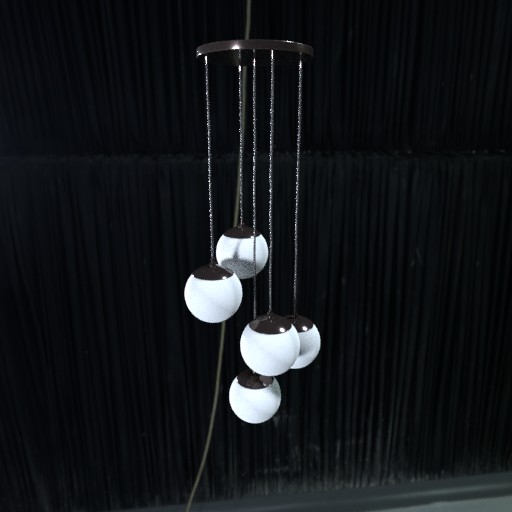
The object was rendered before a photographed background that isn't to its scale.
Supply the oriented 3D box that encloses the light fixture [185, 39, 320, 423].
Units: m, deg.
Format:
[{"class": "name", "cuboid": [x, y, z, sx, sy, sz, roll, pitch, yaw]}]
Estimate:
[{"class": "light fixture", "cuboid": [0.000, 0.000, 1.492, 0.484, 1.271, 0.489, -2, 16, -9]}]
